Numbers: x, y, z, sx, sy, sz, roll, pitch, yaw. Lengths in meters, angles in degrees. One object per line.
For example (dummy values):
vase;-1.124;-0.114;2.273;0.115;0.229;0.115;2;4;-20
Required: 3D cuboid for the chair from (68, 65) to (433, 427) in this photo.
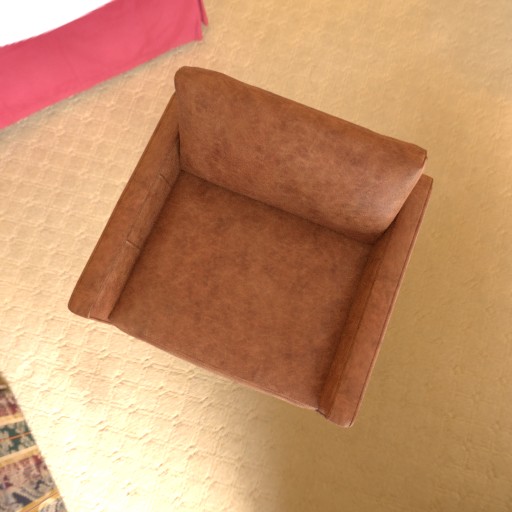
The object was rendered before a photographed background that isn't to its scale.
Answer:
chair;0.000;0.000;1.588;0.967;0.869;0.862;22;77;5
